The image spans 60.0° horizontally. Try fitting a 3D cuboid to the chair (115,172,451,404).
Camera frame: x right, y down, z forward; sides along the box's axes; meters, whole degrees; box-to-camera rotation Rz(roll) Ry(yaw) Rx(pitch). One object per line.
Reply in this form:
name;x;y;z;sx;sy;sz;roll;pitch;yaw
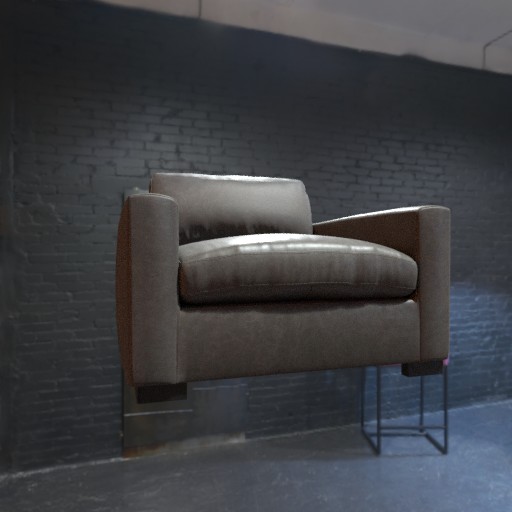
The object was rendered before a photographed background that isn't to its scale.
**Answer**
chair;0.000;0.000;1.830;1.106;0.807;1.080;0;0;-18
